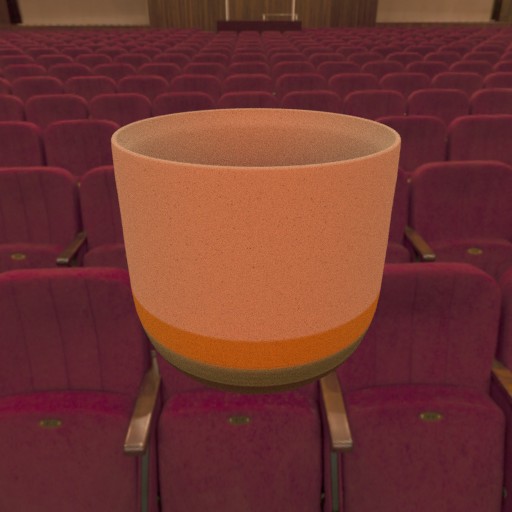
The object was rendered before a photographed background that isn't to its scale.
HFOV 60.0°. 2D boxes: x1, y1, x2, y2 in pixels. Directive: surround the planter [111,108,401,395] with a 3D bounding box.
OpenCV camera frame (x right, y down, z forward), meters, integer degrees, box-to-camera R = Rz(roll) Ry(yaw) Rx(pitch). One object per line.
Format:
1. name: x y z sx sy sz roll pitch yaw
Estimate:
1. planter: 0.000 0.000 0.483 0.268 0.270 0.268 0 27 0
